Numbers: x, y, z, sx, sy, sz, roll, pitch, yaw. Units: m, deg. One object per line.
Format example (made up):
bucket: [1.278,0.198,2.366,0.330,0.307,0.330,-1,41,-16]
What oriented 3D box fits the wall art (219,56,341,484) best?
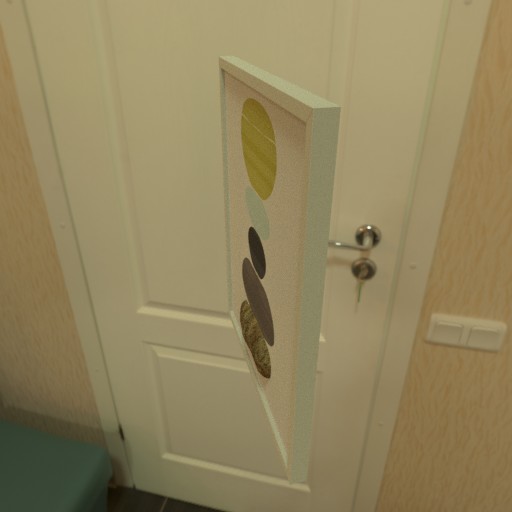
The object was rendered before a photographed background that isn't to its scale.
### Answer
wall art: [0.000,0.000,0.996,0.055,0.763,0.611,-8,31,-13]
